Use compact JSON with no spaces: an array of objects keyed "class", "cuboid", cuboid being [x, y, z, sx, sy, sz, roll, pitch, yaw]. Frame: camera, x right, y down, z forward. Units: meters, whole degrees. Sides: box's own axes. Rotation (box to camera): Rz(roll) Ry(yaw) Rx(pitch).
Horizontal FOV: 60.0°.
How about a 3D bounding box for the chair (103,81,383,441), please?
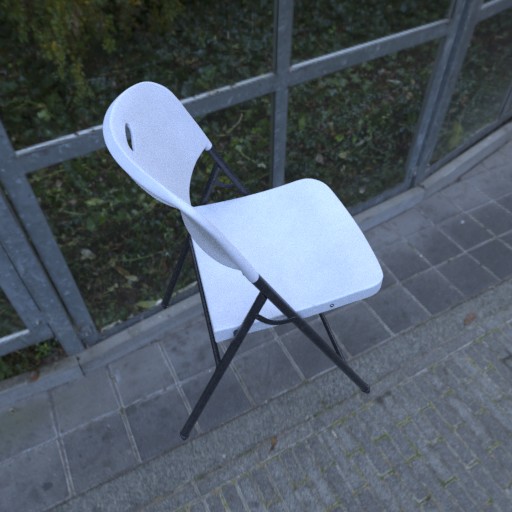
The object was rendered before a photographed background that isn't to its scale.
[{"class":"chair","cuboid":[0.000,0.000,1.124,0.566,0.810,0.494,-11,46,-10]}]
